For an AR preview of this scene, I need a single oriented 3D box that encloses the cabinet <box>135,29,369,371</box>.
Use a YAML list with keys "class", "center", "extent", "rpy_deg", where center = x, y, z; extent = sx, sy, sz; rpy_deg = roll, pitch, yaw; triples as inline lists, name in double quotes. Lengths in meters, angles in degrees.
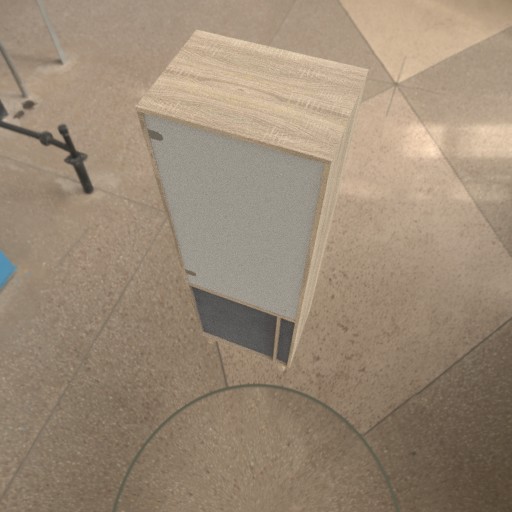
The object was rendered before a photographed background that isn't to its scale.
- class: "cabinet"
  center: [0.000, 0.000, 2.071]
  extent: [0.570, 1.850, 0.400]
  rpy_deg: [18, 60, 11]
